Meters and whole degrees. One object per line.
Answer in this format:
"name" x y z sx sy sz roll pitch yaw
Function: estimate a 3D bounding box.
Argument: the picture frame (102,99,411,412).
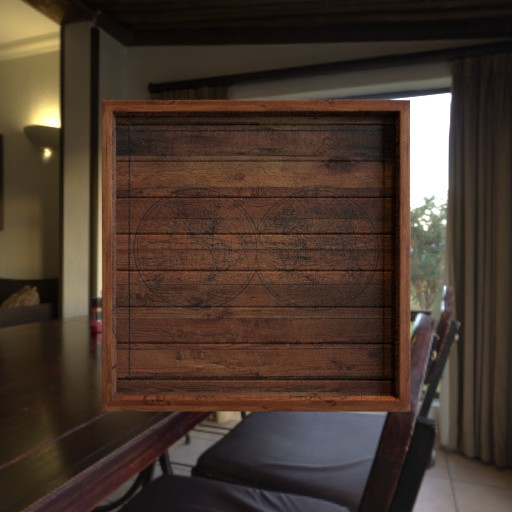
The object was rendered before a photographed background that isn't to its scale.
"picture frame" 0.000 0.000 0.518 0.352 0.356 0.028 0 0 0
